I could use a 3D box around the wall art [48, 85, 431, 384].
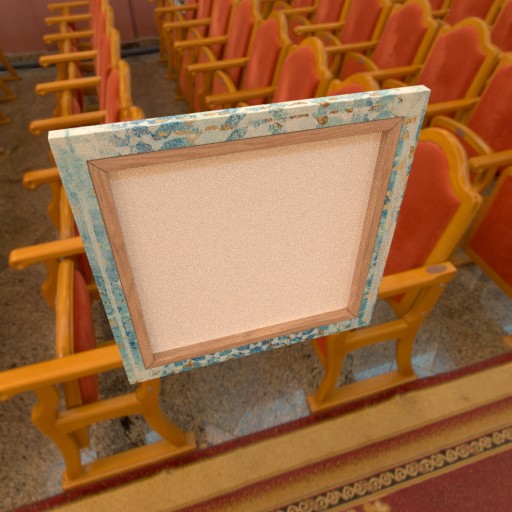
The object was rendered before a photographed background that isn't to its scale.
[{"bbox_3d":[0.000,0.000,1.337,0.916,0.916,0.040,-11,43,-13],"label":"wall art"}]
